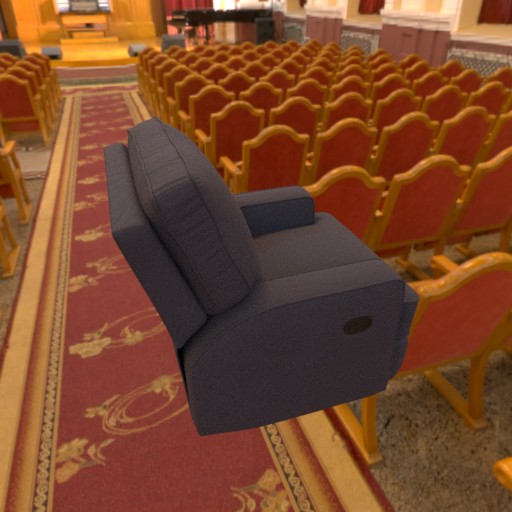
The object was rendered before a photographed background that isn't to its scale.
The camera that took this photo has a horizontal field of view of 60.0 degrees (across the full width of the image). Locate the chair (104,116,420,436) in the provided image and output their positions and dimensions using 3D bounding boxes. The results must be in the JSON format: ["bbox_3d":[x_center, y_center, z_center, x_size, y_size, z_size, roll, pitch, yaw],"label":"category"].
[{"bbox_3d":[0.000,0.000,1.667,0.964,0.962,0.861,-9,32,-15],"label":"chair"}]
